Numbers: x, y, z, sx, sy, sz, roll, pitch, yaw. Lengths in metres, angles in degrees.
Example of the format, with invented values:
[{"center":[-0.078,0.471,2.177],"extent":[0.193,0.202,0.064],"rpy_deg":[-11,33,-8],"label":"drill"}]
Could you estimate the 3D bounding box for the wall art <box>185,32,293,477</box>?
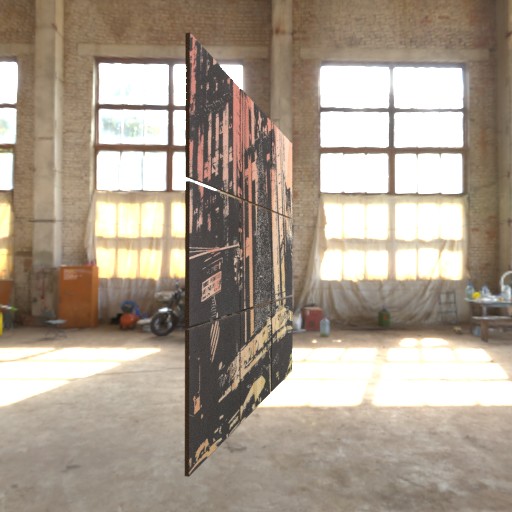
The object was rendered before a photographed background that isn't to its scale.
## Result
[{"center":[0.000,0.000,1.793],"extent":[0.013,1.216,1.216],"rpy_deg":[0,-1,18],"label":"wall art"}]
